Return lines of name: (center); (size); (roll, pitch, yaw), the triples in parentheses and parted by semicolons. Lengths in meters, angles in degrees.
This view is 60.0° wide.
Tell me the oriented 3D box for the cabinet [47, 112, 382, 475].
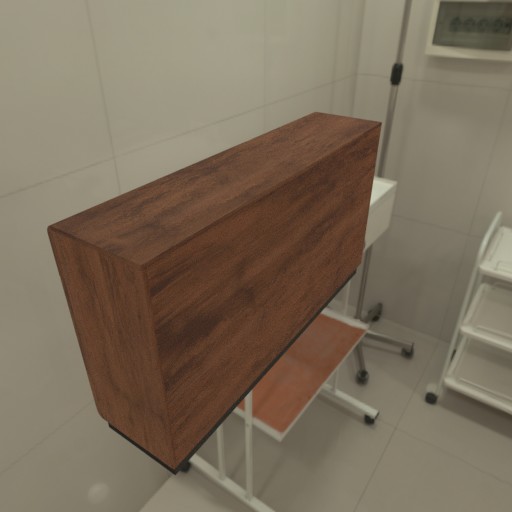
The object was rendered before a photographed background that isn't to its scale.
cabinet: (0.000, 0.000, 1.980); (0.420, 0.900, 1.600); (20, 37, 29)
